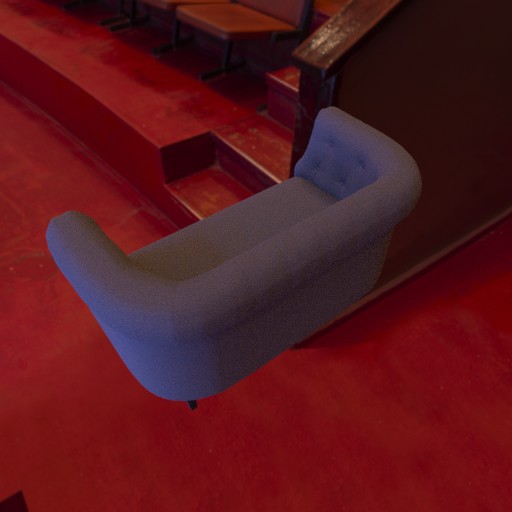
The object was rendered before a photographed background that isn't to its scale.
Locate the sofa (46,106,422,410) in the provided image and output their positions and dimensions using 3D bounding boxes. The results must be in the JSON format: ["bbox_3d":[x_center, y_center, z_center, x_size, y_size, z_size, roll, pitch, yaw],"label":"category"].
[{"bbox_3d":[0.000,0.000,2.058,1.558,0.827,0.835,-29,52,-26],"label":"sofa"}]
